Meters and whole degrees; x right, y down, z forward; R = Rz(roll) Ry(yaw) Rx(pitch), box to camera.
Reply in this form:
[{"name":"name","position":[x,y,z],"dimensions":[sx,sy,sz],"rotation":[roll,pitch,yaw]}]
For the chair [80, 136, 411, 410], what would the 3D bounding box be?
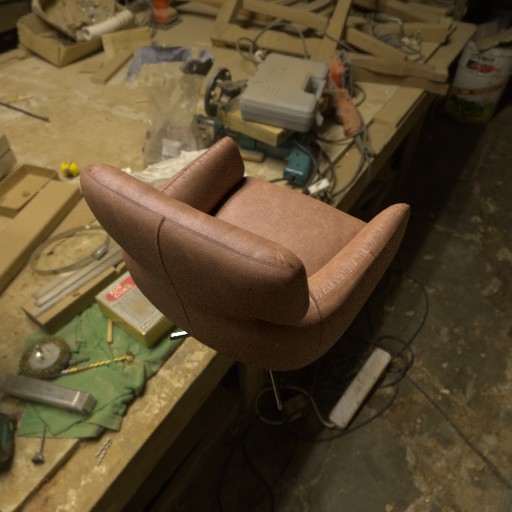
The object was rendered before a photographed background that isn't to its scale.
[{"name":"chair","position":[0.000,0.000,1.354],"dimensions":[0.706,0.812,0.715],"rotation":[26,52,23]}]
